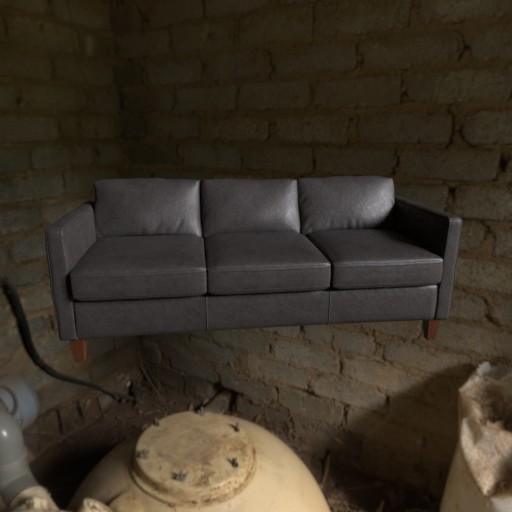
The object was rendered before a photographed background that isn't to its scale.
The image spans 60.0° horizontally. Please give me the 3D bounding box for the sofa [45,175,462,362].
[{"bbox_3d":[0.000,0.000,3.056,2.464,1.006,1.045,-2,16,-7],"label":"sofa"}]
